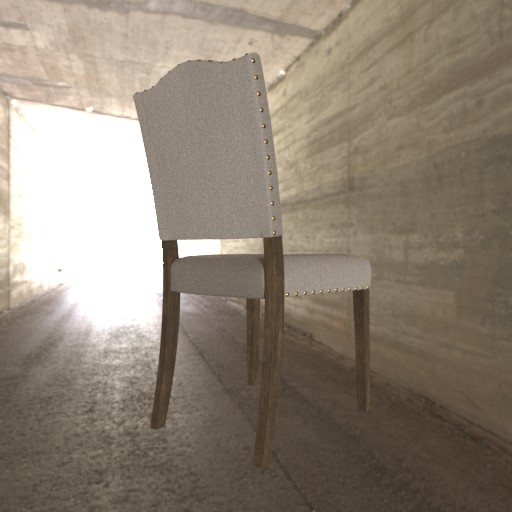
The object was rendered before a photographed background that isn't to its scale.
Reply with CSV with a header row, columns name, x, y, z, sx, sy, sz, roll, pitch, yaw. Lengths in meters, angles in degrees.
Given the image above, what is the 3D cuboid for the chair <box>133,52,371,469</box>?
name,x,y,z,sx,sy,sz,roll,pitch,yaw
chair,0.000,0.000,1.383,0.508,1.020,0.620,0,0,38
